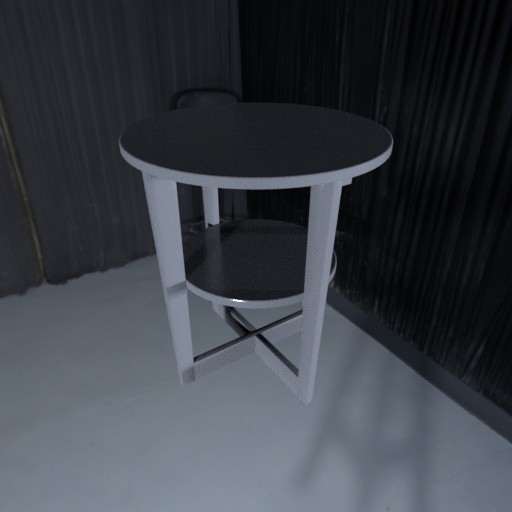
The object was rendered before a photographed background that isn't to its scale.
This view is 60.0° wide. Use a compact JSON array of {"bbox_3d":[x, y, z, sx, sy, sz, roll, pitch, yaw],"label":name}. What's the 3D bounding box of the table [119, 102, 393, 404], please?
[{"bbox_3d":[0.000,0.000,0.975,0.500,0.550,0.500,0,31,0],"label":"table"}]
